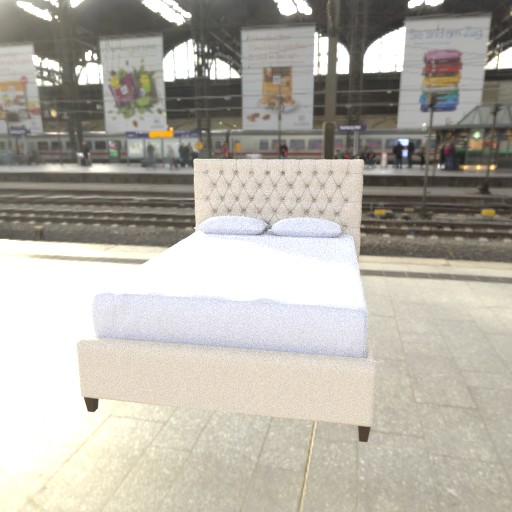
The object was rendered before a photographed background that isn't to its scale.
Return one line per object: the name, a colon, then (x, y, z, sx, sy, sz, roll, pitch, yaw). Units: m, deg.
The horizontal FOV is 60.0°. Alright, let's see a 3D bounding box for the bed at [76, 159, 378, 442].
bed: (0.000, 0.000, 3.446, 1.698, 1.427, 2.387, 2, 14, 10)
